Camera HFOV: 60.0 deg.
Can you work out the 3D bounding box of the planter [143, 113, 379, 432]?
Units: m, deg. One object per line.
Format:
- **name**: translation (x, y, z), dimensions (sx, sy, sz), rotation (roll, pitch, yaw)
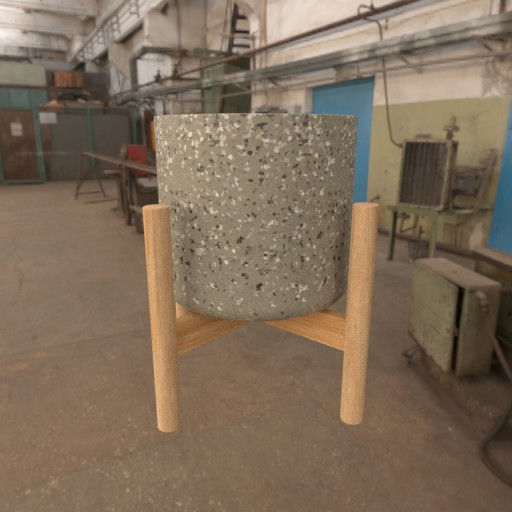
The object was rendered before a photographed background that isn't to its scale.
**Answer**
- **planter**: translation (0.000, 0.000, 0.536), dimensions (0.284, 0.320, 0.284), rotation (-8, 17, -25)
